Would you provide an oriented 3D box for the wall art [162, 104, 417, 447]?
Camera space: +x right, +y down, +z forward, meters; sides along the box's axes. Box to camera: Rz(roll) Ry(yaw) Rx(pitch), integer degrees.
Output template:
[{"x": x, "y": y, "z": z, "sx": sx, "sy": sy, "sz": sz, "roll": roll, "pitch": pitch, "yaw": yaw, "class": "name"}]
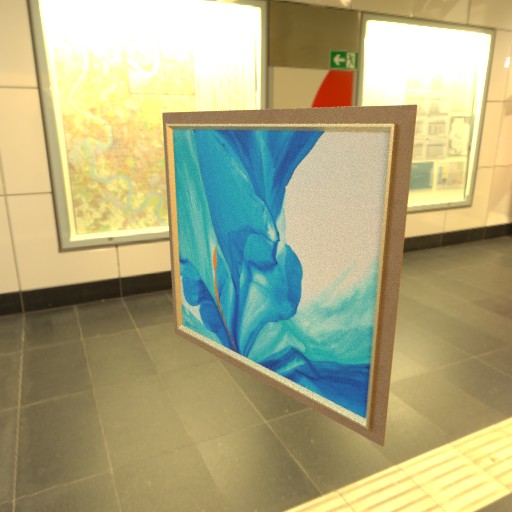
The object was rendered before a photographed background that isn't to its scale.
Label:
[{"x": 0.000, "y": 0.000, "z": 1.699, "sx": 1.168, "sy": 1.067, "sz": 0.025, "roll": 16, "pitch": 23, "yaw": 43, "class": "wall art"}]
